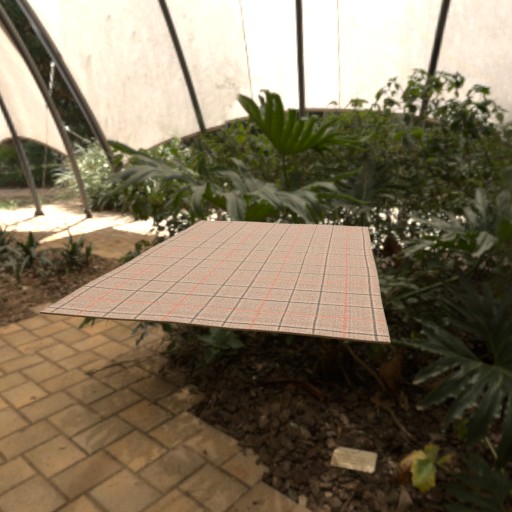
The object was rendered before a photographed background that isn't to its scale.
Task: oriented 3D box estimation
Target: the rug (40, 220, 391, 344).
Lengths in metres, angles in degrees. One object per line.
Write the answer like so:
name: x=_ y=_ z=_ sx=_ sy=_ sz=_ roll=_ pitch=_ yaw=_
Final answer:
rug: x=0.000 y=0.000 z=2.344 sx=1.220 sy=0.013 sz=1.829 roll=3 pitch=15 yaw=11
